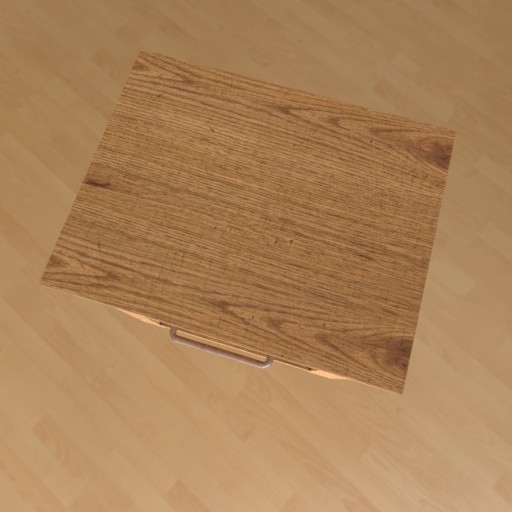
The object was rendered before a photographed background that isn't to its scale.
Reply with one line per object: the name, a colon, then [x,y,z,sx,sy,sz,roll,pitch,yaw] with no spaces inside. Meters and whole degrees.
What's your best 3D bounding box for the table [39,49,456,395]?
table: [0.000,0.000,1.050,0.601,0.625,0.494,16,76,4]
